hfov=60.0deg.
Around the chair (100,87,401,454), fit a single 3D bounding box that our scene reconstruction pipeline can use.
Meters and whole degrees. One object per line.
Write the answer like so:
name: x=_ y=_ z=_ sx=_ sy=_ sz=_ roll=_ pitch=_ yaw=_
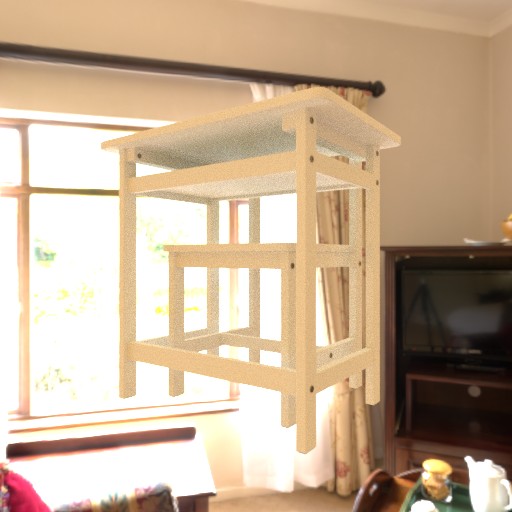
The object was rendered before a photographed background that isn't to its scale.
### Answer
chair: x=0.000 y=0.000 z=1.061 sx=0.599 sy=0.673 sz=0.461 roll=0 pitch=0 yaw=36
